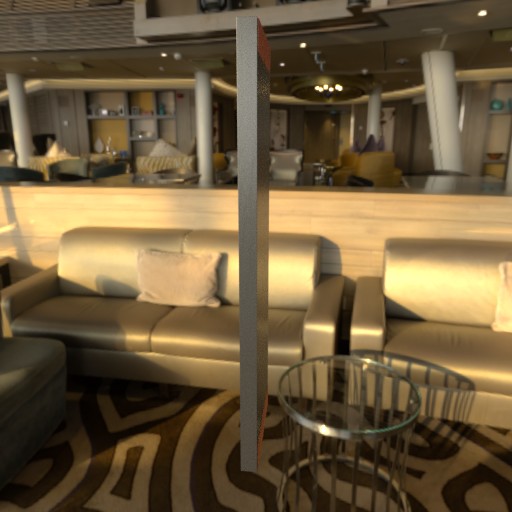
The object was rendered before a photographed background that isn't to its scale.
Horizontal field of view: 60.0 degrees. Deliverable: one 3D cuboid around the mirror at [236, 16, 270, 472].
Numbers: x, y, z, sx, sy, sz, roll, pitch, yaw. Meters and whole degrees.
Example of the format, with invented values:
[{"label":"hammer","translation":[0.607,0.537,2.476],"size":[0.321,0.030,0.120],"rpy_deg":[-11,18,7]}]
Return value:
[{"label":"mirror","translation":[0.000,0.000,1.230],"size":[0.047,1.123,0.343],"rpy_deg":[2,15,6]}]
